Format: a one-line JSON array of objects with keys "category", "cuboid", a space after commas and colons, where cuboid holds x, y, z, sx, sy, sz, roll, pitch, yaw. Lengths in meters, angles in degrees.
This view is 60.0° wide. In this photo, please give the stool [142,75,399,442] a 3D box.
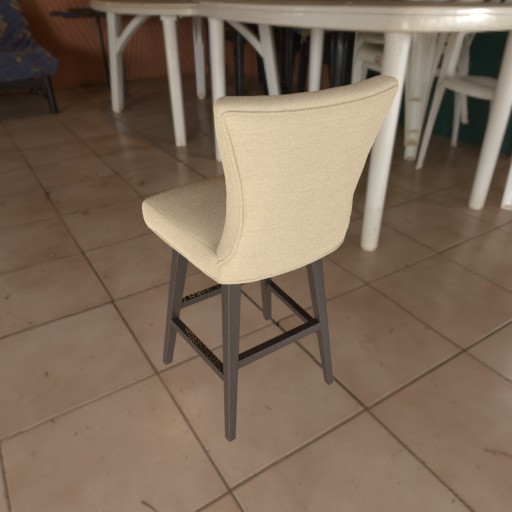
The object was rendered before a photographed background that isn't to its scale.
[{"category": "stool", "cuboid": [0.000, 0.000, 1.396, 0.514, 1.086, 0.574, -19, 36, -29]}]
